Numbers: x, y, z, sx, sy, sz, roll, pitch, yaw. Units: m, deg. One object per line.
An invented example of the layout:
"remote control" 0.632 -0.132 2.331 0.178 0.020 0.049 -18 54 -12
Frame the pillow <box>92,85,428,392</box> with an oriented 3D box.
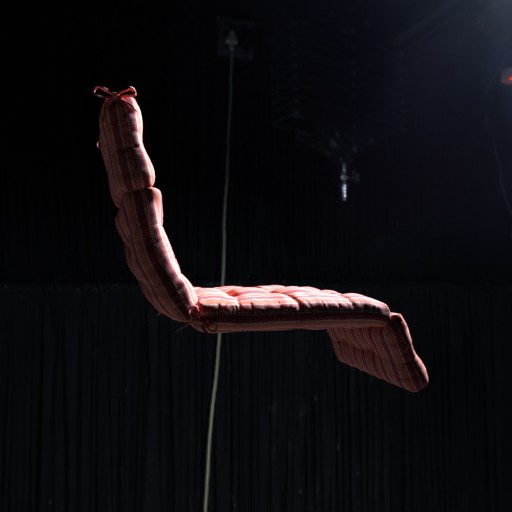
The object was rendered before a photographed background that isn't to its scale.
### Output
"pillow" 0.000 0.000 1.478 1.016 0.863 0.526 0 -1 -19
